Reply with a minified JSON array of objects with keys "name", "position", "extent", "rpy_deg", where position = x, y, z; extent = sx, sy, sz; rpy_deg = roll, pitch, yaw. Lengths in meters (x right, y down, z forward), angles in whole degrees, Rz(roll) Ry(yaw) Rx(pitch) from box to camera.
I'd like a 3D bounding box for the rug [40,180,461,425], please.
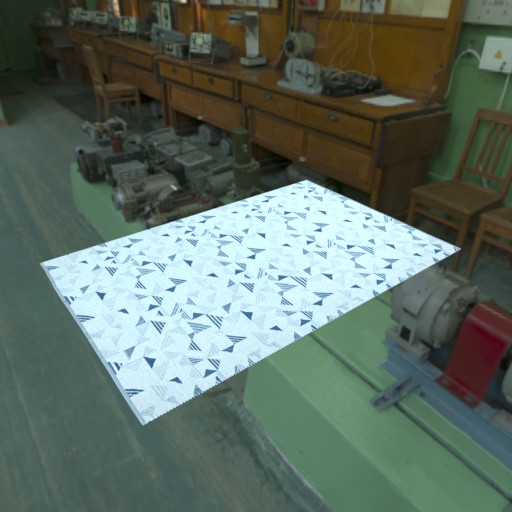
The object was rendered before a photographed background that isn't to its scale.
[{"name":"rug","position":[0.000,0.000,2.298],"extent":[1.835,0.003,1.206],"rpy_deg":[-22,38,-31]}]
